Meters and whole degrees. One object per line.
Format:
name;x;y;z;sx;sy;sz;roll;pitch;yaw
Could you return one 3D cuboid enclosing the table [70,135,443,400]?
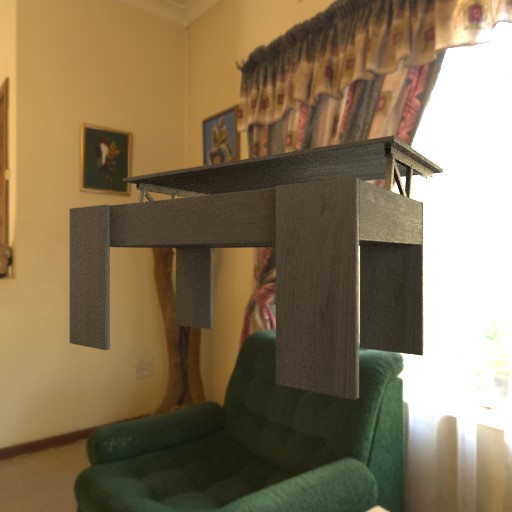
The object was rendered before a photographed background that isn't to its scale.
table;0.000;0.000;1.450;1.000;0.570;0.711;0;0;35
